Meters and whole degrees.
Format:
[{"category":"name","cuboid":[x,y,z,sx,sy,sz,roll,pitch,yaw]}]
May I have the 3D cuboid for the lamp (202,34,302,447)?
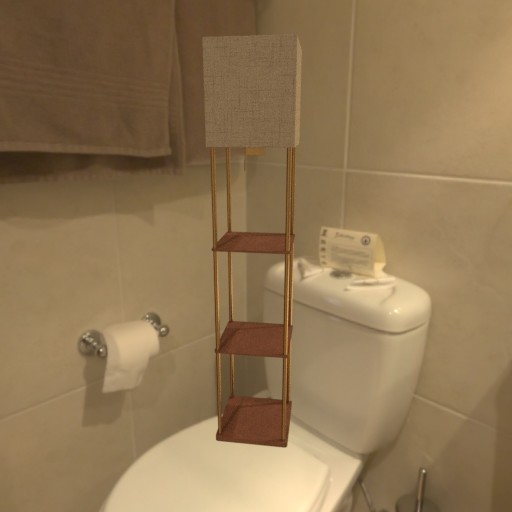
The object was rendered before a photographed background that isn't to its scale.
[{"category":"lamp","cuboid":[0.000,0.000,1.795,0.310,1.569,0.308,2,16,8]}]
